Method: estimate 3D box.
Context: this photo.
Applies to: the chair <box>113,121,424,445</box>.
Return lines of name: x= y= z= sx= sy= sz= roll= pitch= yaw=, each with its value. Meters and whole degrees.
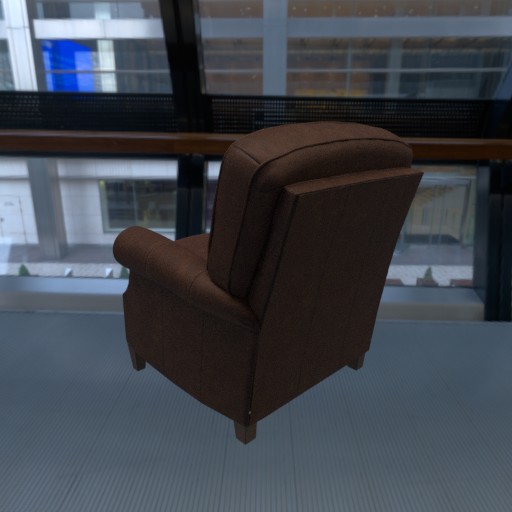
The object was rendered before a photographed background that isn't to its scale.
chair: x=0.000 y=0.000 z=1.751 sx=0.936 sy=1.018 sz=0.986 roll=-16 pitch=23 yaw=-42
